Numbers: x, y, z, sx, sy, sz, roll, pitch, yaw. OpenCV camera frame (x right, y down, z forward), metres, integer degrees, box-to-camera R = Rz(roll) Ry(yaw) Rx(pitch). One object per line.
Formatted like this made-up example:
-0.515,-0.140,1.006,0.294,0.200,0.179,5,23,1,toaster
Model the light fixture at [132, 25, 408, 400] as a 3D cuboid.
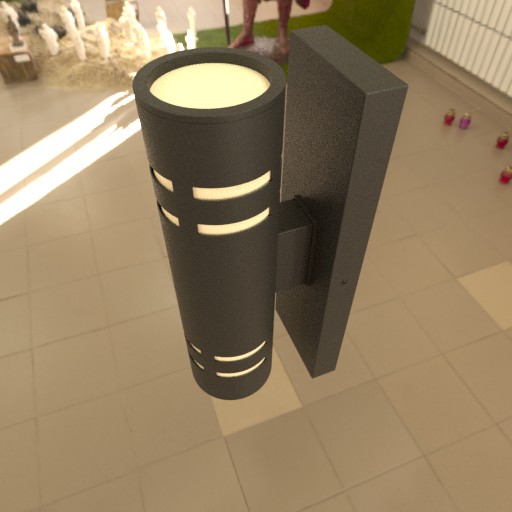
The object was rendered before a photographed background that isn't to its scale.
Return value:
0.000,0.000,0.390,0.149,0.330,0.105,-16,49,-15,light fixture
